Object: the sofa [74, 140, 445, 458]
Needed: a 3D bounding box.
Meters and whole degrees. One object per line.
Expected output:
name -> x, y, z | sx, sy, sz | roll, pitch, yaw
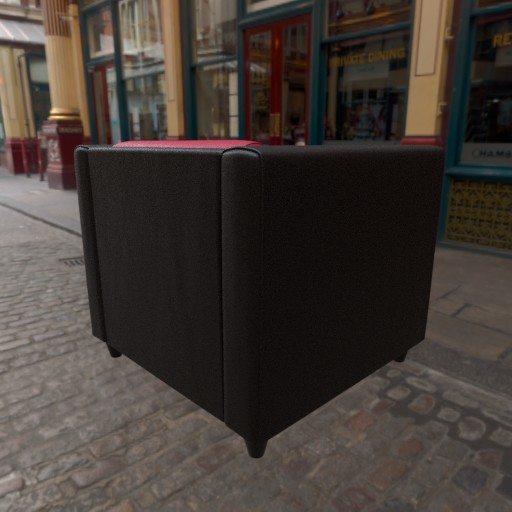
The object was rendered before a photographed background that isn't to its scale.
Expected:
sofa -> 0.000, 0.000, 1.442 | 0.809, 0.724, 0.839 | -13, 19, -42
